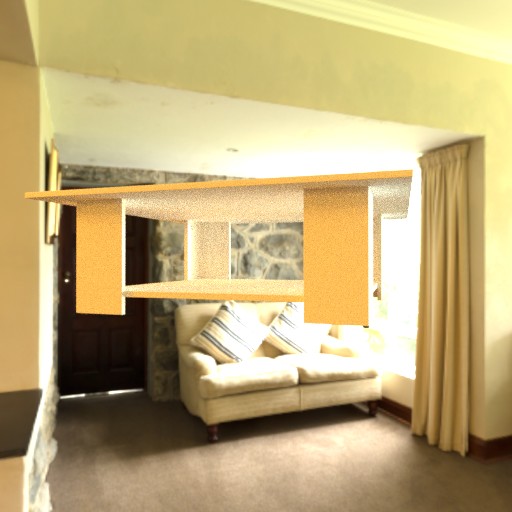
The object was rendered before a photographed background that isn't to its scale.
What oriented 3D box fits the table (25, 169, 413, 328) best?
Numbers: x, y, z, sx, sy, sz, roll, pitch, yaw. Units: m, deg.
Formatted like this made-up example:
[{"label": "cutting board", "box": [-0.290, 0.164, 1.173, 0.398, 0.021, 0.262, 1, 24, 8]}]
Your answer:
[{"label": "table", "box": [0.000, 0.000, 1.359, 0.890, 0.305, 0.890, 0, 0, 18]}]
